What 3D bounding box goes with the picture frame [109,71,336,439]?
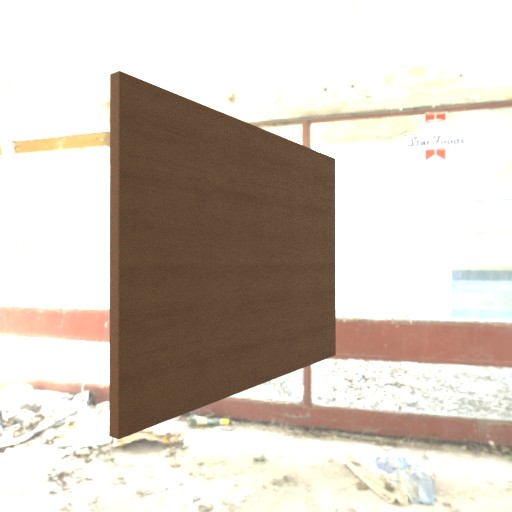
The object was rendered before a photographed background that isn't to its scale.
[{"bbox_3d":[0.000,0.000,1.768,0.045,1.018,1.329,0,-1,36],"label":"picture frame"}]
